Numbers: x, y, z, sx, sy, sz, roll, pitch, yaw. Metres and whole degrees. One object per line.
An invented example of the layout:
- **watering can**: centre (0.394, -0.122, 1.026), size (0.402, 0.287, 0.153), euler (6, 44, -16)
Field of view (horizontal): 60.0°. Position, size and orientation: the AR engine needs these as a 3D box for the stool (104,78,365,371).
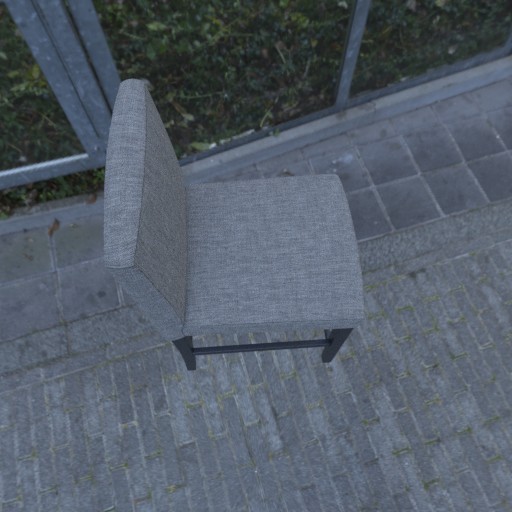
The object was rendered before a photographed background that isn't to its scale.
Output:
- **stool**: centre (0.000, 0.000, 1.251), size (0.552, 0.966, 0.451), euler (-4, 64, -2)
